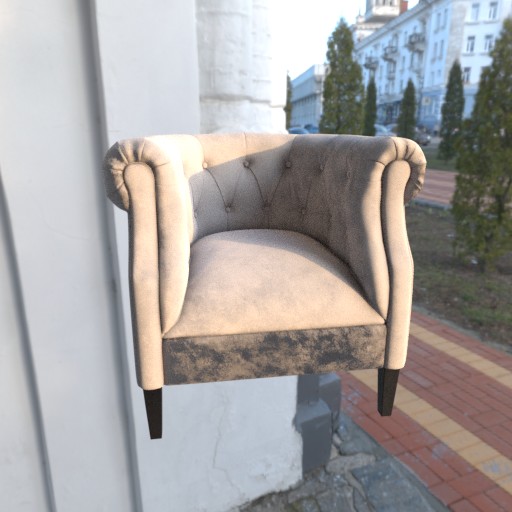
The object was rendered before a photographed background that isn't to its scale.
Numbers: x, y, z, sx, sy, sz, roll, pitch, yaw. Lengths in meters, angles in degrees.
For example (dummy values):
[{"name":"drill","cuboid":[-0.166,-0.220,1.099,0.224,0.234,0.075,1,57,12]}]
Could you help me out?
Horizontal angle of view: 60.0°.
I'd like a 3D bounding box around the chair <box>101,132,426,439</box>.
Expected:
[{"name":"chair","cuboid":[0.000,0.000,1.557,0.904,0.826,0.851,-2,17,-8]}]
